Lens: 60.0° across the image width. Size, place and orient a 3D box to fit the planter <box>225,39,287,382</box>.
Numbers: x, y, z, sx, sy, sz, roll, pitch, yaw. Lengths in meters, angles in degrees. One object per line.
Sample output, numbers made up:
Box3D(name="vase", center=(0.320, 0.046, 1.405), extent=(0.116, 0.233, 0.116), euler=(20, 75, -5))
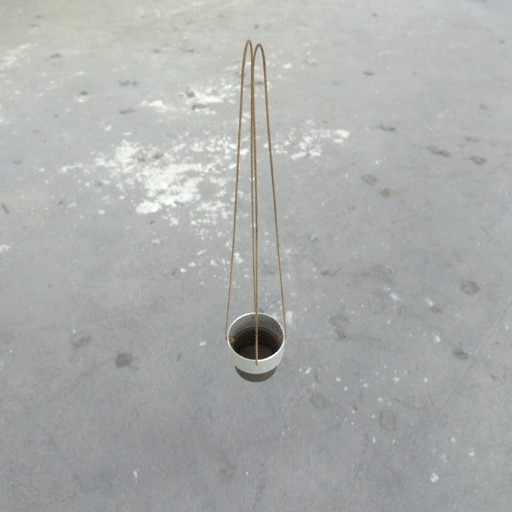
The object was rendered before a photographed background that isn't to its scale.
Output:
Box3D(name="planter", center=(0.000, 0.000, 1.159), extent=(0.187, 1.073, 0.187), euler=(34, 55, 28))
